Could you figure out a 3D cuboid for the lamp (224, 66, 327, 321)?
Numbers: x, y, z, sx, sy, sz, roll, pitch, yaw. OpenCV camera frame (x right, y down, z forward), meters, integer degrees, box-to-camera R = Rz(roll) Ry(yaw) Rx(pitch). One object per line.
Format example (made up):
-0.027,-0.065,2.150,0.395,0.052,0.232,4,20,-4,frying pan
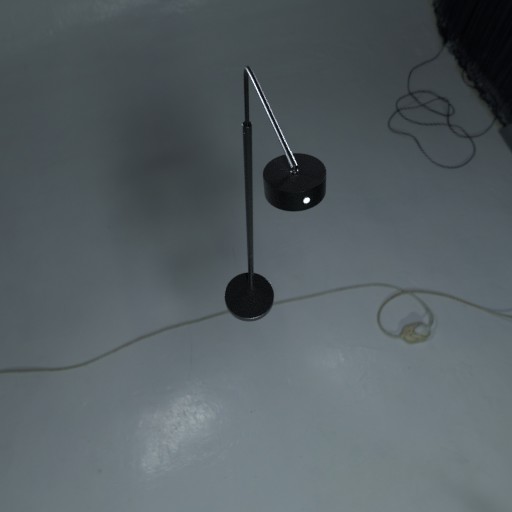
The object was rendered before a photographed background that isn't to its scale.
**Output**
0.000,0.000,1.399,0.219,1.230,0.418,-16,65,-8,lamp
